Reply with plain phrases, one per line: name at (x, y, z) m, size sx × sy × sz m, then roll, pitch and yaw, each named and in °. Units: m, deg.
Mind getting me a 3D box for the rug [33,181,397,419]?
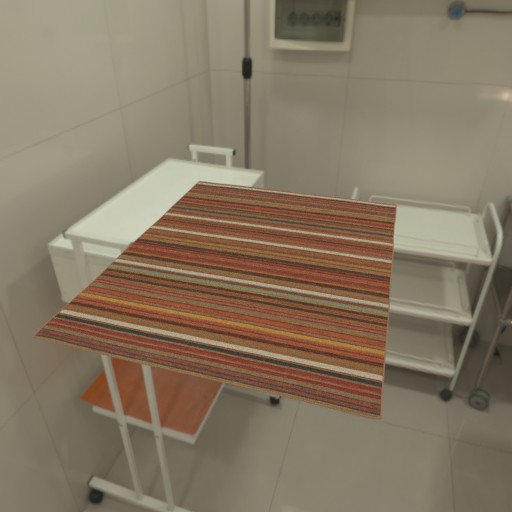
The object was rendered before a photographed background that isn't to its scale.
rug at (0.000, 0.000, 4.158) m, size 2.479 × 0.023 × 3.092 m, roll 9°, pitch 33°, yaw 14°
